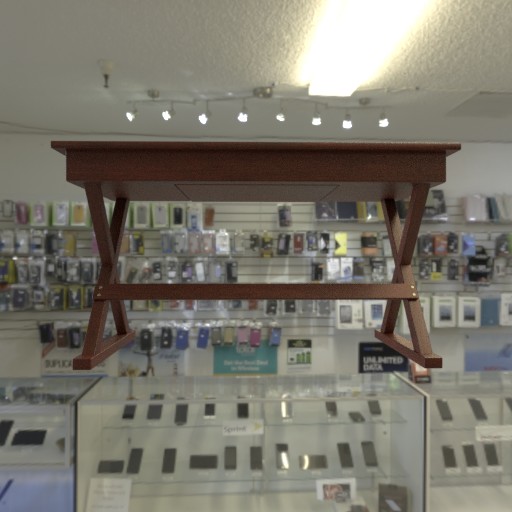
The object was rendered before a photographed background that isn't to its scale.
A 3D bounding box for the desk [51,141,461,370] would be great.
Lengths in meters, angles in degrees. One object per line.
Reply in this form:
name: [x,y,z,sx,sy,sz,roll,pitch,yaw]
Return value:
desk: [0.000,0.000,1.777,1.372,0.761,0.600,0,0,-1]
